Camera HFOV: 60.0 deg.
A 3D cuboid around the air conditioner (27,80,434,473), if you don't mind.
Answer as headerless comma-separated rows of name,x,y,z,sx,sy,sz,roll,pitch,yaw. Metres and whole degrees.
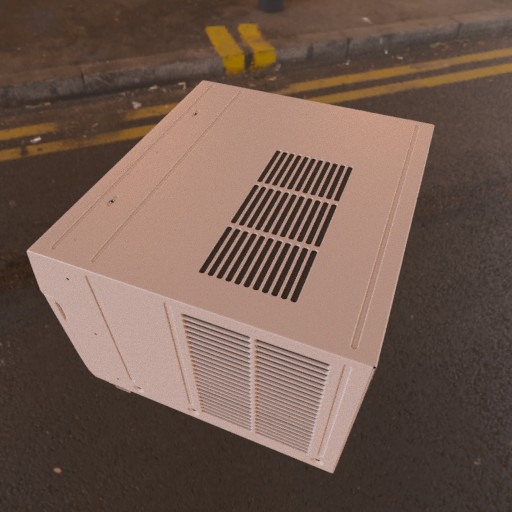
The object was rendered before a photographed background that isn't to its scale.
air conditioner,0.000,0.000,1.021,0.599,0.455,0.645,16,49,15
